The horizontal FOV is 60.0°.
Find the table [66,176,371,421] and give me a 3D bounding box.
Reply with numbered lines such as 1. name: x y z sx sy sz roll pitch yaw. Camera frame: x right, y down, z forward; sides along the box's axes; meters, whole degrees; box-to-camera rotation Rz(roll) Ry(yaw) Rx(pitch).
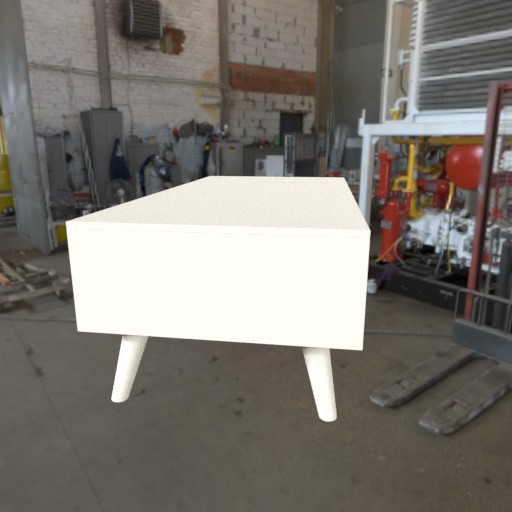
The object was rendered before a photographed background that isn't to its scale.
1. table: 0.000 0.000 1.489 0.609 0.432 1.194 2 15 8
